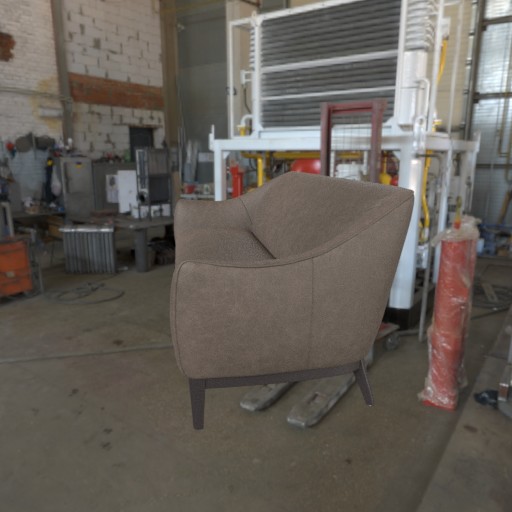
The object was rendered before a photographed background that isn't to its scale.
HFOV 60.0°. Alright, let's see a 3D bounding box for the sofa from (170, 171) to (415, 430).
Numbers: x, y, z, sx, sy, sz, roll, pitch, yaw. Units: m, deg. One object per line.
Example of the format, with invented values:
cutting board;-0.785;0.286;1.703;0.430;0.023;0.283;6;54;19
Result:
sofa;0.000;0.000;2.355;0.869;0.831;1.928;-2;13;-10
